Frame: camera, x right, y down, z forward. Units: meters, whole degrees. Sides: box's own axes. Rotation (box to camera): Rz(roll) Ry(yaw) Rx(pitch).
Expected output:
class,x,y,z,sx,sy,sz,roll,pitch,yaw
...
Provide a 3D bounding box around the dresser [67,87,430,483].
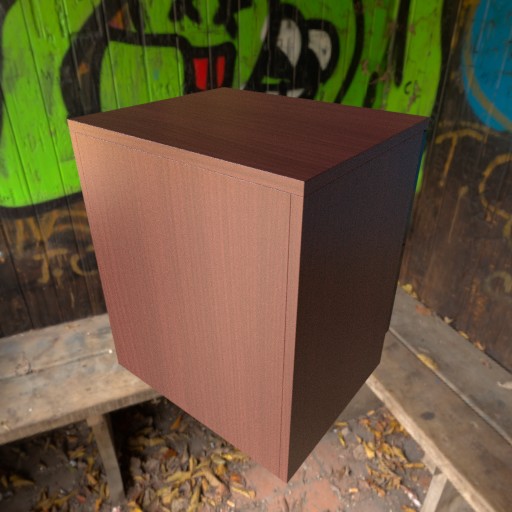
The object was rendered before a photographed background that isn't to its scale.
class,x,y,z,sx,sy,sz,roll,pitch,yaw
dresser,0.000,0.000,0.763,0.400,0.470,0.360,22,37,32
